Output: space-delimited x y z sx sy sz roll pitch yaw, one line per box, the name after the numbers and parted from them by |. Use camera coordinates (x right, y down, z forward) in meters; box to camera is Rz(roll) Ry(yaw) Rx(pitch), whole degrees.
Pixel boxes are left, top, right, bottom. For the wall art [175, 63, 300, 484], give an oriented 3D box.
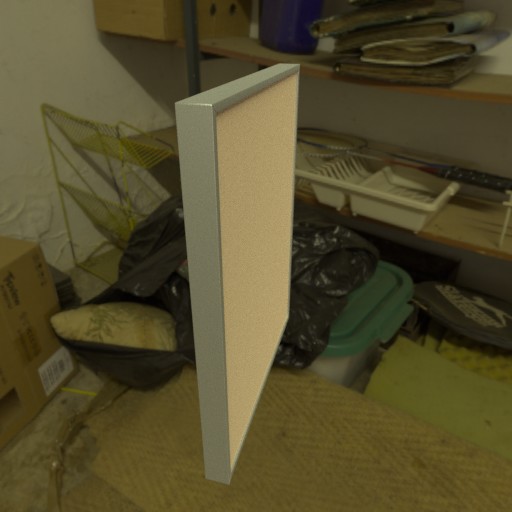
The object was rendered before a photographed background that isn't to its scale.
0.000 0.000 0.737 0.039 0.553 0.445 7 29 14 | wall art
